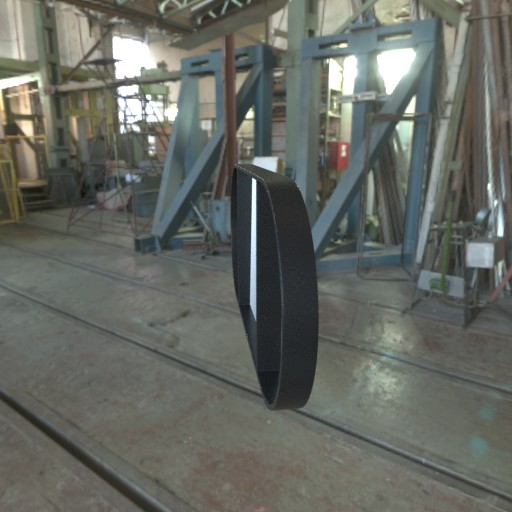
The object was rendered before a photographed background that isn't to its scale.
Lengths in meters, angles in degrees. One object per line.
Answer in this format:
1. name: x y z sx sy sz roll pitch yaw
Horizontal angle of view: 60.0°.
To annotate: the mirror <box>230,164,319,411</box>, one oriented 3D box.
1. mirror: 0.000 0.000 0.660 0.032 0.254 0.584 -2 14 -7
